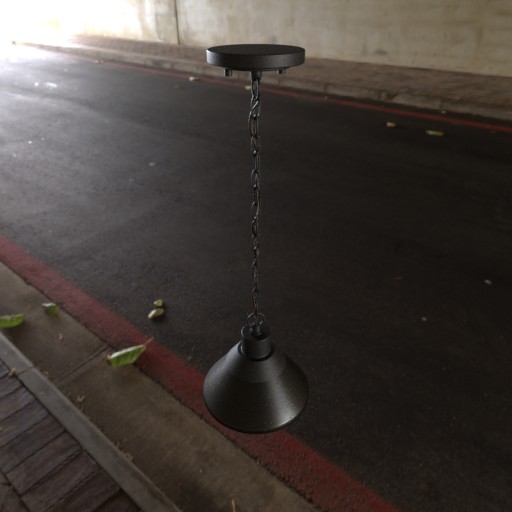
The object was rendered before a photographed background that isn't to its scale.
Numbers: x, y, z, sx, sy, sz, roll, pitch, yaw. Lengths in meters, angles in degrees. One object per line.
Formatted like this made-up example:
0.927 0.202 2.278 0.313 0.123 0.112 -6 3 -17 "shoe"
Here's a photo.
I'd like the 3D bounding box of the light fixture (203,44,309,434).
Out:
0.000 0.000 0.691 0.201 0.588 0.201 -9 32 -15 "light fixture"
